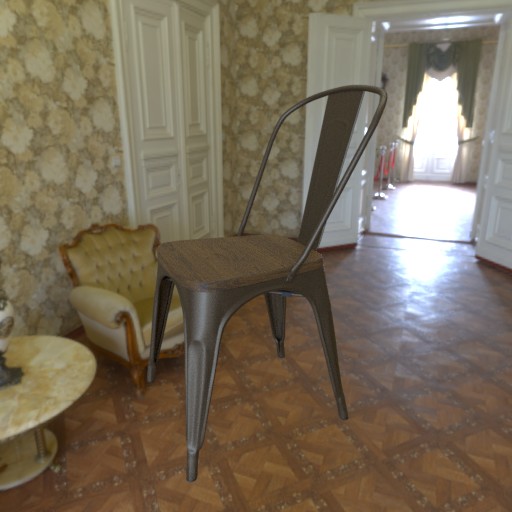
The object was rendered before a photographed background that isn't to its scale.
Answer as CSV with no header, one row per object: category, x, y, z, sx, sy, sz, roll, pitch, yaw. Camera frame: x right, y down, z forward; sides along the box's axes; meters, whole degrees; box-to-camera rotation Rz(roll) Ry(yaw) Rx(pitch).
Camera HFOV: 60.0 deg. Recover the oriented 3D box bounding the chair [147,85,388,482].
chair,0.000,0.000,1.146,0.532,0.844,0.451,-7,18,-24
